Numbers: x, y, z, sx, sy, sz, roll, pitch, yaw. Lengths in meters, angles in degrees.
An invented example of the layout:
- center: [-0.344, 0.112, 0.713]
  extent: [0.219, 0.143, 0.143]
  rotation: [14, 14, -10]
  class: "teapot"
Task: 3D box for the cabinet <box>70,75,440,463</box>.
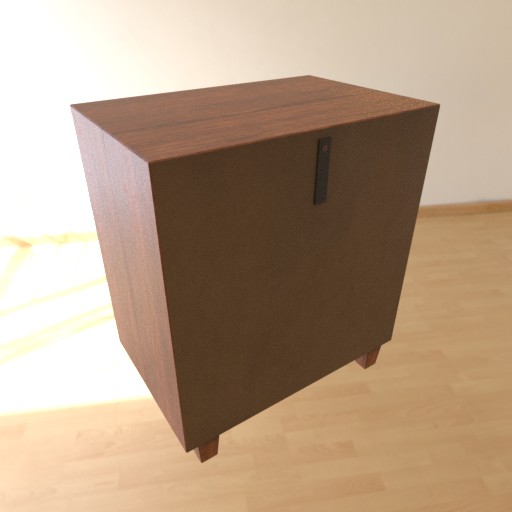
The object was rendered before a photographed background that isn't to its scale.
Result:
- center: [0.000, 0.000, 1.048]
  extent: [0.607, 0.695, 0.410]
  rotation: [-19, 36, -28]
  class: "cabinet"
